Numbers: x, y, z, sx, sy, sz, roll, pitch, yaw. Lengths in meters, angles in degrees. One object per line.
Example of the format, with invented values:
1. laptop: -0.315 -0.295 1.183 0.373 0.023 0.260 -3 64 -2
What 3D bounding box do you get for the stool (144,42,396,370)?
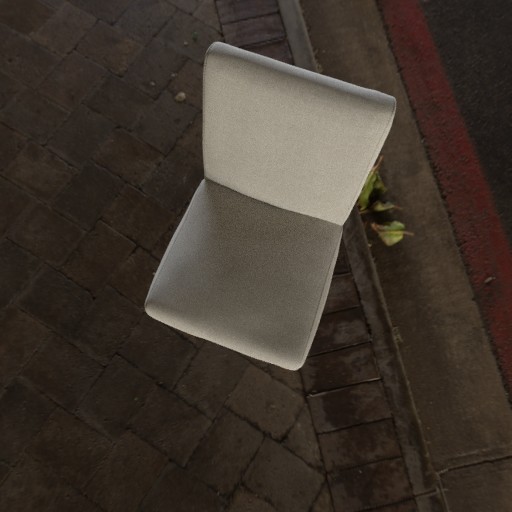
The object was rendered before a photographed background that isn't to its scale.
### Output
1. stool: 0.000 0.000 1.273 0.446 1.015 0.543 20 77 5
